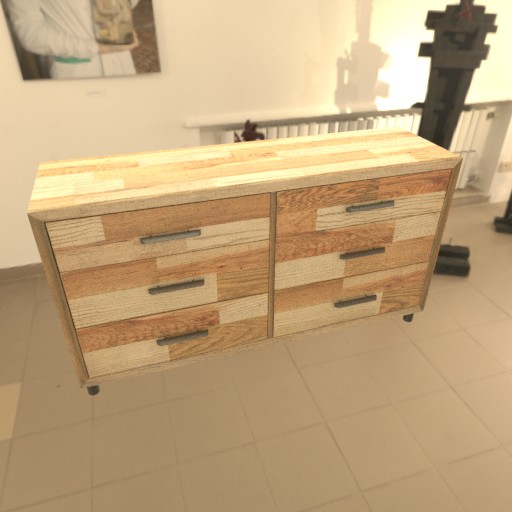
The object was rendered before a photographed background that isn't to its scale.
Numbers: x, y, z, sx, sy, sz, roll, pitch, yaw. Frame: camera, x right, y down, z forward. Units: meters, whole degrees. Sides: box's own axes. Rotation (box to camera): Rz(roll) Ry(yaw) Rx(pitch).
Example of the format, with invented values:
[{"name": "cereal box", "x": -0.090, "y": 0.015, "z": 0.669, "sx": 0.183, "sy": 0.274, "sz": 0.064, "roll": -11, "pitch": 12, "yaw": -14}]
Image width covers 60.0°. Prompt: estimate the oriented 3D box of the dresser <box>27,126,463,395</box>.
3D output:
[{"name": "dresser", "x": 0.000, "y": 0.000, "z": 1.888, "sx": 1.547, "sy": 0.834, "sz": 0.487, "roll": -10, "pitch": 34, "yaw": -15}]
